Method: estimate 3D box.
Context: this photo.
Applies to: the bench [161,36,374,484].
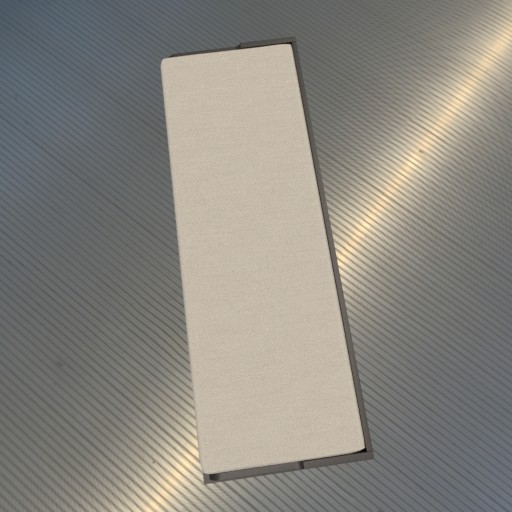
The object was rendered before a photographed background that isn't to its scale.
[{"bbox_3d":[0.000,0.000,1.359,0.398,0.501,1.140,-8,76,-2],"label":"bench"}]
